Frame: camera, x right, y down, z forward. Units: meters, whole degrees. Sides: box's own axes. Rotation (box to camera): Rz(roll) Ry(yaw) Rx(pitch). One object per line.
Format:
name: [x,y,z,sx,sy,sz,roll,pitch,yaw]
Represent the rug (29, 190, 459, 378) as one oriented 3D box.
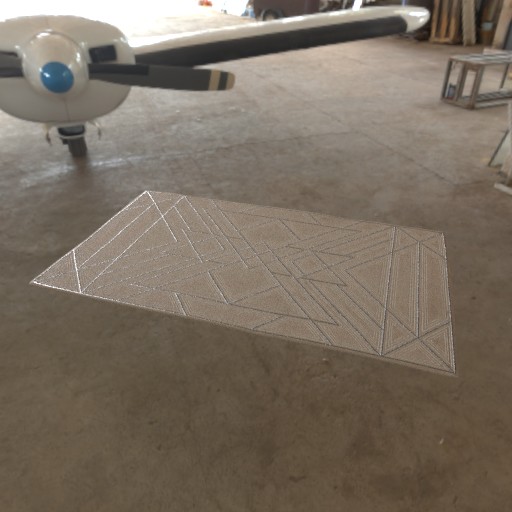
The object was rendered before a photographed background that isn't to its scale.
rug: [0.000,0.000,1.047,0.869,0.008,0.511,10,34,15]
